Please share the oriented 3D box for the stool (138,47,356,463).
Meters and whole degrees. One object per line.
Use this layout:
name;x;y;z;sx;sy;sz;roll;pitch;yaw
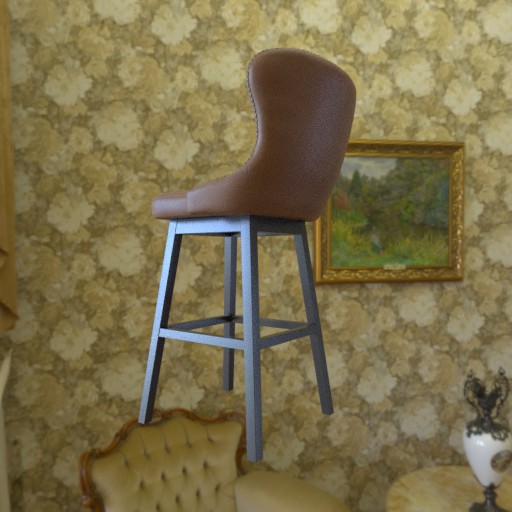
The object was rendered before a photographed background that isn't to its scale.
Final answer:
stool;0.000;0.000;1.398;0.601;1.050;0.528;0;0;36
